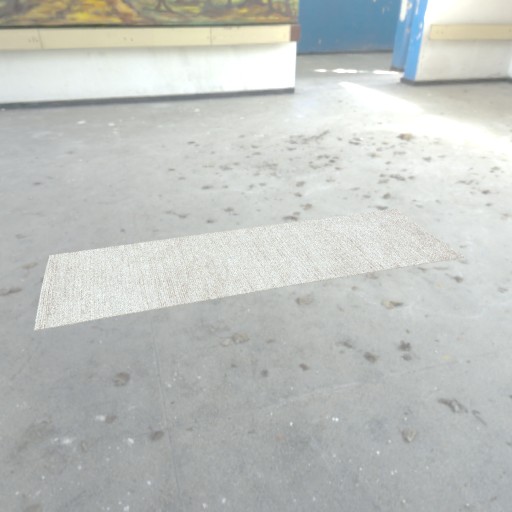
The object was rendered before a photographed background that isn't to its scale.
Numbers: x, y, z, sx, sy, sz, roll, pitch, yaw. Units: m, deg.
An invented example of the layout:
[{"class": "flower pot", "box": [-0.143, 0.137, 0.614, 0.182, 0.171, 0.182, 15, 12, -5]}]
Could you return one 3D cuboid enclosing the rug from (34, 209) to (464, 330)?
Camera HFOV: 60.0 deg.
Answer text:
[{"class": "rug", "box": [0.000, 0.000, 2.610, 2.346, 0.013, 0.712, -9, 32, -14]}]
